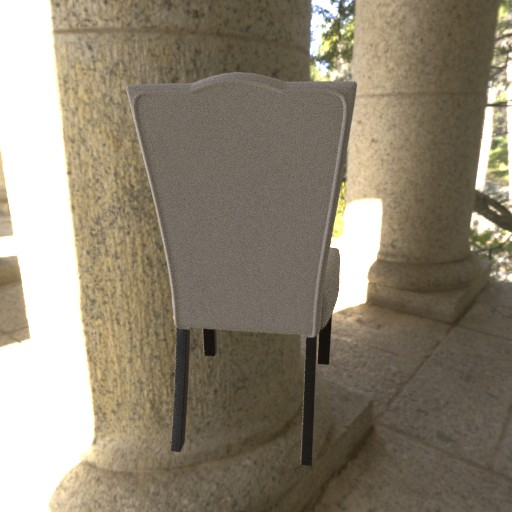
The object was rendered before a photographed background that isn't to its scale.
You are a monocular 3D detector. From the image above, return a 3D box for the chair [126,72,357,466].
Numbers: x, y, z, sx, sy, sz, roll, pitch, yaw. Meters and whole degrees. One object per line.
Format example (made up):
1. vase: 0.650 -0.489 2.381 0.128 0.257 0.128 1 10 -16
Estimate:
1. chair: 0.000 0.000 1.302 0.518 0.946 0.589 2 16 8
